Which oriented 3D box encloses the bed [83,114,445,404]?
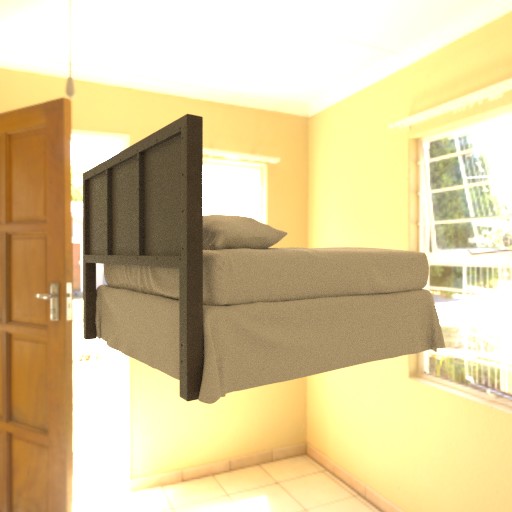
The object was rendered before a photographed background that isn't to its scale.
[{"bbox_3d":[0.000,0.000,2.914,1.785,1.142,1.772,0,0,-35],"label":"bed"}]
